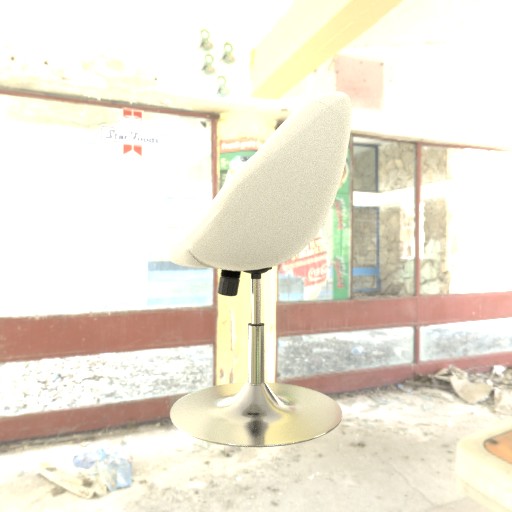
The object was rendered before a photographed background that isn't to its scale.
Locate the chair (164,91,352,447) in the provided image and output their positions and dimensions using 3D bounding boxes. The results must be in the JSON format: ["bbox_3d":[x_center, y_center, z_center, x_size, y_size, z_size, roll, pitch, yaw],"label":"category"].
[{"bbox_3d":[0.000,0.000,1.813,0.736,1.261,0.940,0,1,-1],"label":"chair"}]
